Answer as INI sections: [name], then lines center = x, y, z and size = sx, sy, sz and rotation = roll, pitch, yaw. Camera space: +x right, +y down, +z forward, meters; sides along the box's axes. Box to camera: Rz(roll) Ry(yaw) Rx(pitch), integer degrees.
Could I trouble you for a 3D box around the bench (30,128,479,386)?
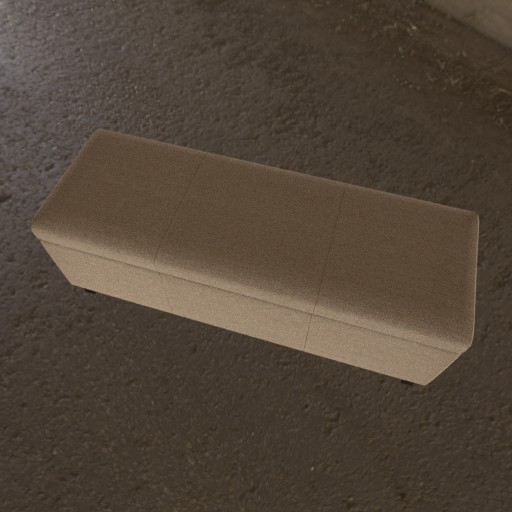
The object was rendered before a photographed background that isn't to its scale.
[bench]
center = 0.000, 0.000, 1.463
size = 1.269, 0.438, 0.446
rotation = 14, 59, 9
